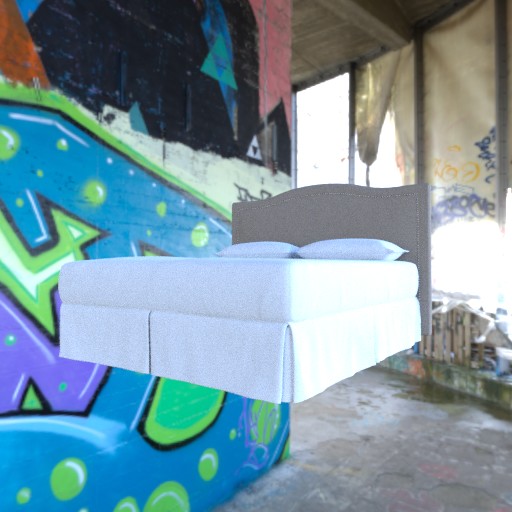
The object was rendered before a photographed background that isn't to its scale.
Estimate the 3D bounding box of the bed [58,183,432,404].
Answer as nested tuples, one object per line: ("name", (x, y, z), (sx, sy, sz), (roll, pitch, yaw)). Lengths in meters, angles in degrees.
("bed", (0.000, 0.000, 3.434), (2.083, 1.421, 2.182), (-1, -1, 35))
